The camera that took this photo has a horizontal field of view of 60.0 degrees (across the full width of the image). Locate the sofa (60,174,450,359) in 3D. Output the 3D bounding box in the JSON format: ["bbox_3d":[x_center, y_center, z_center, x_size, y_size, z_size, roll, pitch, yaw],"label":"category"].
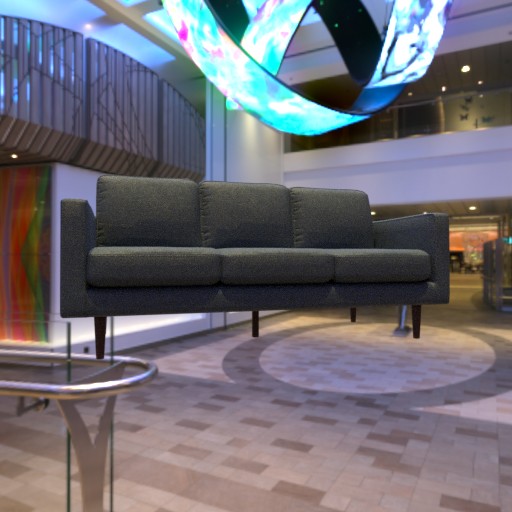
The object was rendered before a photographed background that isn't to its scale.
[{"bbox_3d":[0.000,0.000,2.576,2.013,0.945,0.935,0,-1,-18],"label":"sofa"}]
